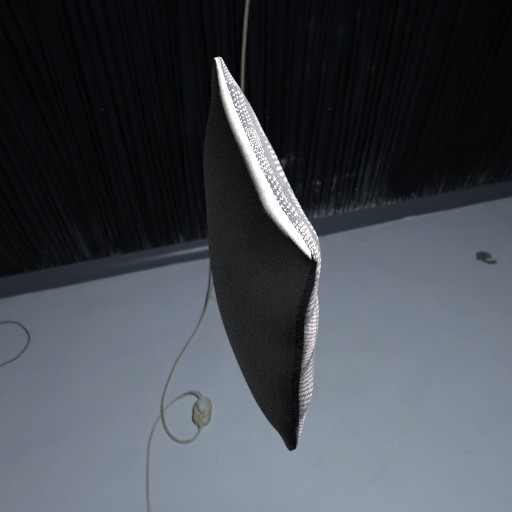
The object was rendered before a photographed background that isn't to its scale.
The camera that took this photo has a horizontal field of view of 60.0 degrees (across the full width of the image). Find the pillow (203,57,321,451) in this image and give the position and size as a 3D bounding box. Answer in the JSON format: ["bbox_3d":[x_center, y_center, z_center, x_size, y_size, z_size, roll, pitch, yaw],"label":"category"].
[{"bbox_3d":[0.000,0.000,0.672,0.138,0.432,0.435,-10,47,-10],"label":"pillow"}]
